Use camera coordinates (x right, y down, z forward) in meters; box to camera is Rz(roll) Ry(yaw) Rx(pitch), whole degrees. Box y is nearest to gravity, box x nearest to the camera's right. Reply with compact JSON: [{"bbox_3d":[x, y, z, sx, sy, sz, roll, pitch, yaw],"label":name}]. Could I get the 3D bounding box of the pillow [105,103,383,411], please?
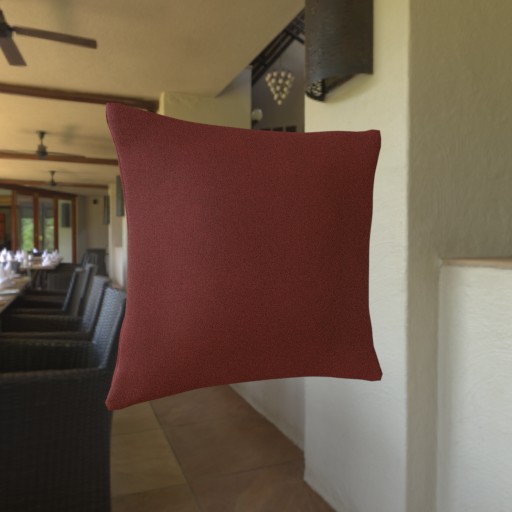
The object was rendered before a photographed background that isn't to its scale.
[{"bbox_3d":[0.000,0.000,0.672,0.435,0.416,0.151,0,1,-19],"label":"pillow"}]
